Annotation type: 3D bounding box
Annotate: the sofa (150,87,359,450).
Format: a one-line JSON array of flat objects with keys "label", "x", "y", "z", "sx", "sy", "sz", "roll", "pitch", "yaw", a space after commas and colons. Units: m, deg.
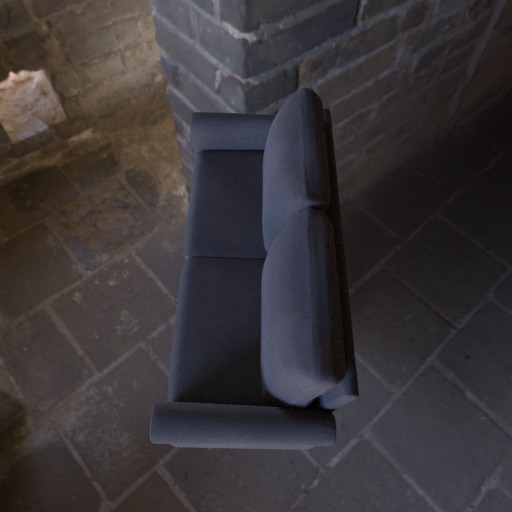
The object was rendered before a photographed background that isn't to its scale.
[{"label": "sofa", "x": 0.000, "y": 0.000, "z": 2.408, "sx": 0.842, "sy": 0.942, "sz": 1.935, "roll": 1, "pitch": 59, "yaw": 0}]
